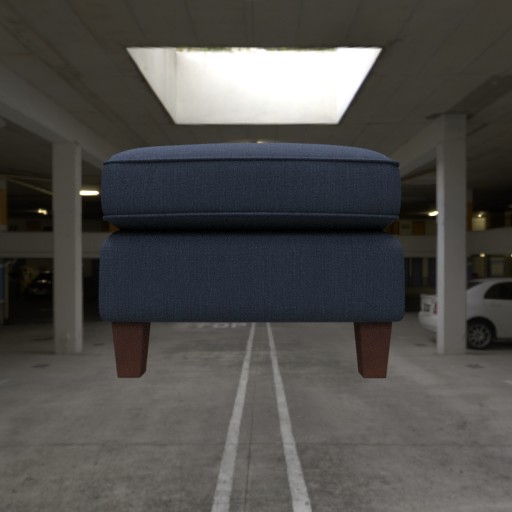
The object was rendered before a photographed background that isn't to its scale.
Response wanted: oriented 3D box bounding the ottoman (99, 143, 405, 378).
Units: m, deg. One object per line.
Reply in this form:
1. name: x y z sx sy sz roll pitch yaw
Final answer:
1. ottoman: 0.000 0.000 1.201 0.570 0.438 0.885 0 0 0
